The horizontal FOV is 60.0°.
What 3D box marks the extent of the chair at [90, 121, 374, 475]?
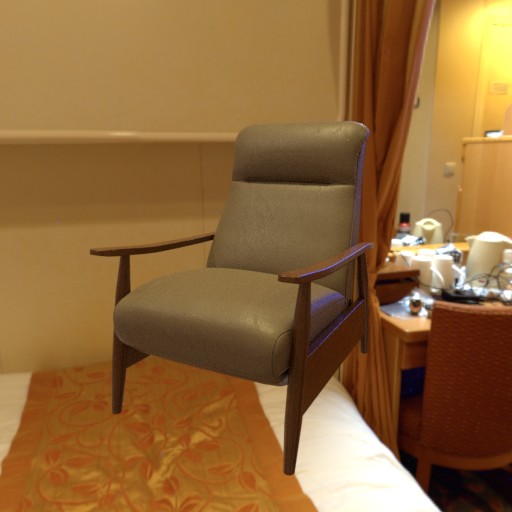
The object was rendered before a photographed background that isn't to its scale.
[{"bbox_3d":[0.000,0.000,1.785,0.762,1.082,1.014,7,15,26],"label":"chair"}]
